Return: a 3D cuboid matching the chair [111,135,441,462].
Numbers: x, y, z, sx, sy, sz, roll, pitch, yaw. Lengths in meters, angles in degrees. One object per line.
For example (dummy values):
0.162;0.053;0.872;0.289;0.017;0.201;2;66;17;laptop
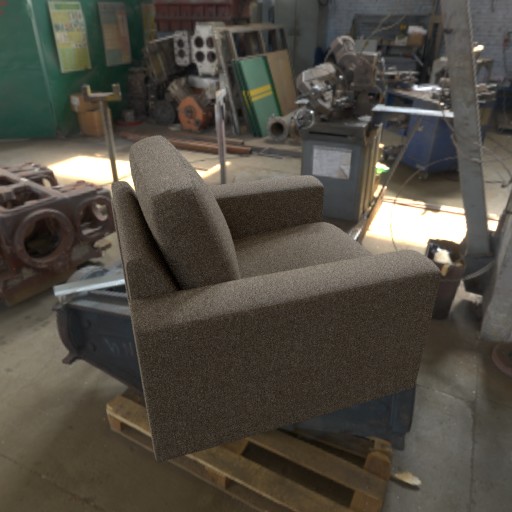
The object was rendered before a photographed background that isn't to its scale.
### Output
0.000;0.000;1.759;1.016;0.873;1.005;-10;31;-17;chair
